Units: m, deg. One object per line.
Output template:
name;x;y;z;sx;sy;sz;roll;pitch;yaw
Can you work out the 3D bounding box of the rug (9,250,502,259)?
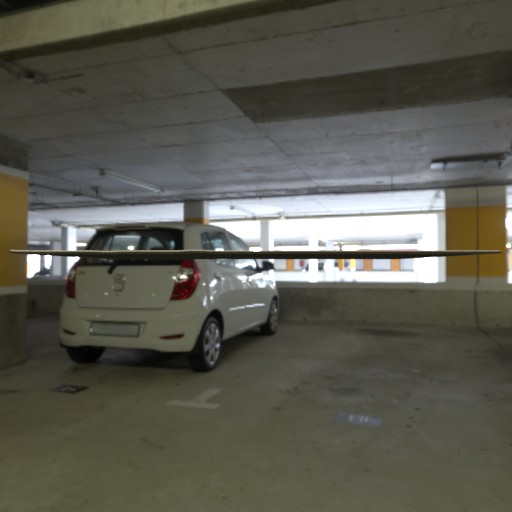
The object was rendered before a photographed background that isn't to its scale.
rug;0.000;0.000;2.822;2.290;0.021;1.540;0;-1;1
